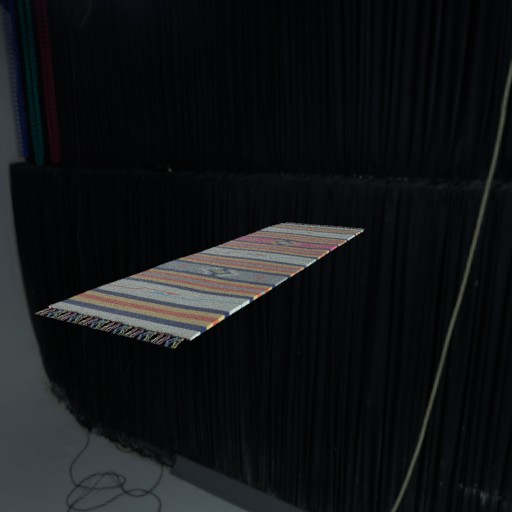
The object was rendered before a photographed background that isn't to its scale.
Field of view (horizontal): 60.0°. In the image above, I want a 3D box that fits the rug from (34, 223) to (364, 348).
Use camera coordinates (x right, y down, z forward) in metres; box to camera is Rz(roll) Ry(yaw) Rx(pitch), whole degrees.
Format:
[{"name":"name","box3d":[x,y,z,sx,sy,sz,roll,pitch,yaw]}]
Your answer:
[{"name":"rug","box3d":[0.000,0.000,2.624,0.695,0.017,2.455,7,15,27]}]
